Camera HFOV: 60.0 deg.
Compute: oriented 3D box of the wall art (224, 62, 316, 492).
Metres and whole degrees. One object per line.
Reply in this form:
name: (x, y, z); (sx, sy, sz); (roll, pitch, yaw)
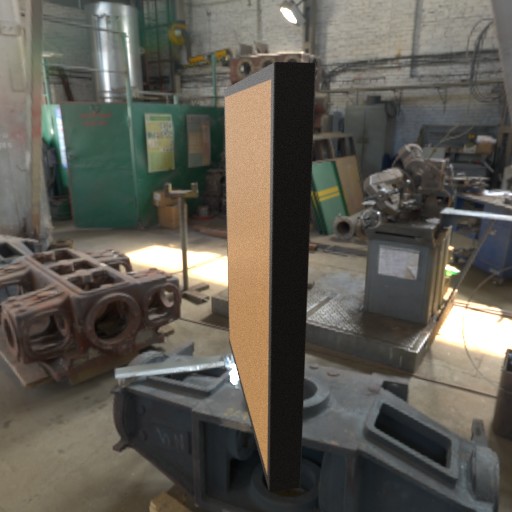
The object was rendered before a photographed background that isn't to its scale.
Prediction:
wall art: (0.000, 0.000, 0.499); (0.030, 0.369, 0.294); (-3, 17, -10)
